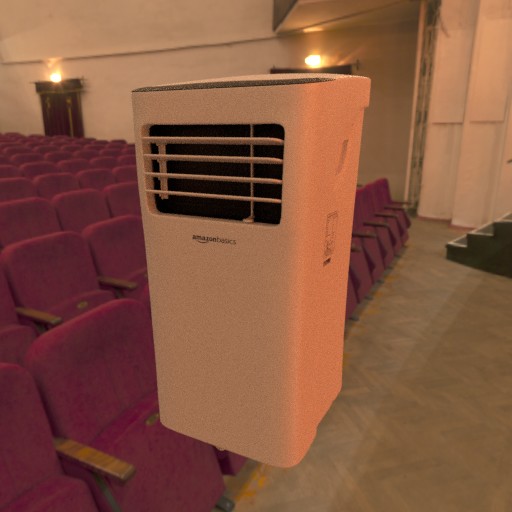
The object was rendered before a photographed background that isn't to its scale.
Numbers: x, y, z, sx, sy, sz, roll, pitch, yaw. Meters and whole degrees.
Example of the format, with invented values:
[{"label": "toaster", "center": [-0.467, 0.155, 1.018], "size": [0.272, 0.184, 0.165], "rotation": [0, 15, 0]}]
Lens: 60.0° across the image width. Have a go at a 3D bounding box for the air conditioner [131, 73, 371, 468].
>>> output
[{"label": "air conditioner", "center": [0.000, 0.000, 0.907], "size": [0.352, 0.716, 0.369], "rotation": [8, 18, 26]}]
